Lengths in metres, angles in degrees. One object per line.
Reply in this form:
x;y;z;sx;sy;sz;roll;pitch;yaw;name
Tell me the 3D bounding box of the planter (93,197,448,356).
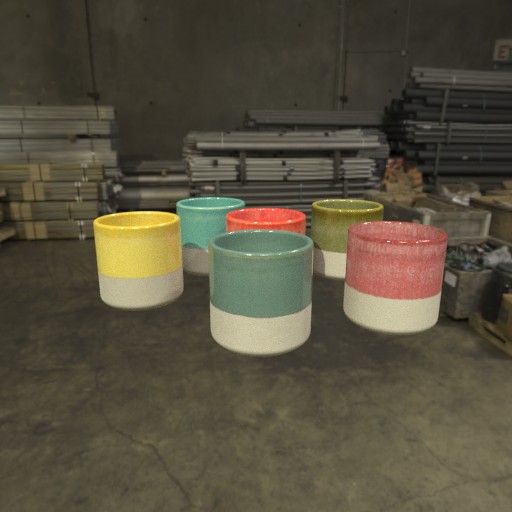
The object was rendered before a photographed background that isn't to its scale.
0.000;0.000;0.415;0.286;0.075;0.257;-2;16;-8;planter
